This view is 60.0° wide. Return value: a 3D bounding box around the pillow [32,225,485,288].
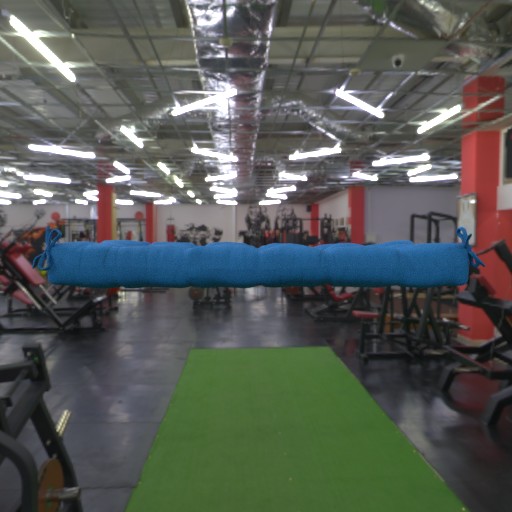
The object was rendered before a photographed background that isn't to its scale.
[{"bbox_3d":[0.000,0.000,1.346,1.194,0.174,0.511,0,2,0],"label":"pillow"}]
